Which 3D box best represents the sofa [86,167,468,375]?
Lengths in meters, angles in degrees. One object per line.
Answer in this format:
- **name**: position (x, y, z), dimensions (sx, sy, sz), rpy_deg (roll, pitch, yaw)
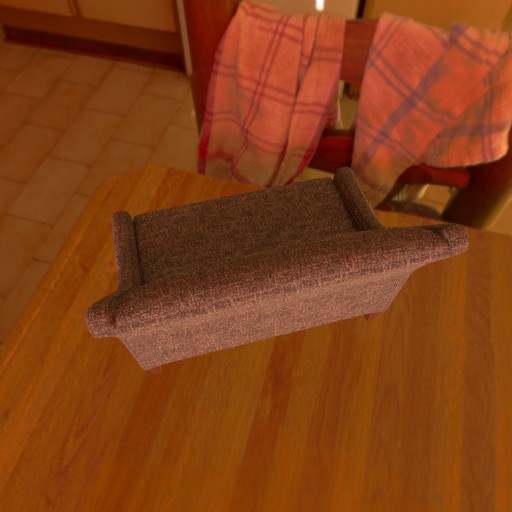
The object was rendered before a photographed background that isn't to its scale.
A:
- **sofa**: position (0.000, 0.000, 1.974), dimensions (1.242, 1.021, 0.870), rpy_deg (-12, 58, -8)
